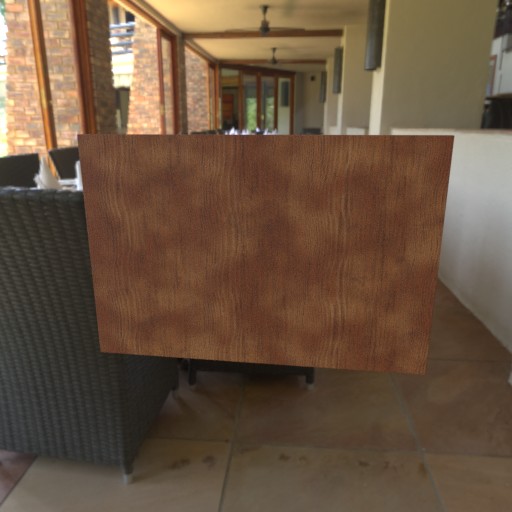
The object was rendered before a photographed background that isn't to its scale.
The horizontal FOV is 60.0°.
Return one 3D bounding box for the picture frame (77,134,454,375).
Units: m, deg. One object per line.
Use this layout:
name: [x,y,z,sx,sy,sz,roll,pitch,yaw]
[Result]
picture frame: [0.000,0.000,1.213,0.950,0.640,0.029,2,17,7]
